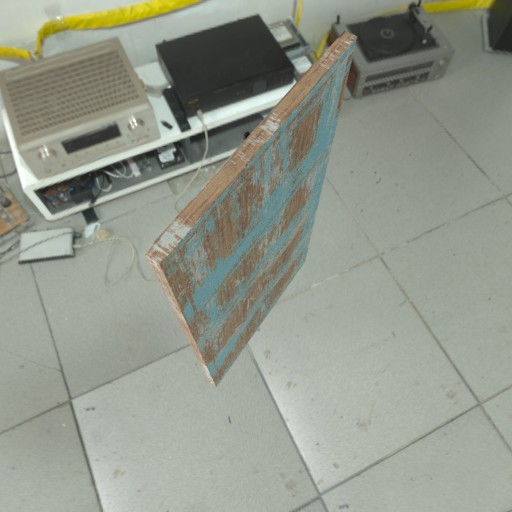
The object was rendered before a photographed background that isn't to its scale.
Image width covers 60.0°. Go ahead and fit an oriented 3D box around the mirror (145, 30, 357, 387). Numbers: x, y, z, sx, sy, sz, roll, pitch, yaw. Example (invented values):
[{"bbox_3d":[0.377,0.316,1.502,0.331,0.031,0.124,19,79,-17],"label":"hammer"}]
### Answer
[{"bbox_3d":[0.000,0.000,1.451,0.083,1.213,0.707,32,68,14],"label":"mirror"}]
